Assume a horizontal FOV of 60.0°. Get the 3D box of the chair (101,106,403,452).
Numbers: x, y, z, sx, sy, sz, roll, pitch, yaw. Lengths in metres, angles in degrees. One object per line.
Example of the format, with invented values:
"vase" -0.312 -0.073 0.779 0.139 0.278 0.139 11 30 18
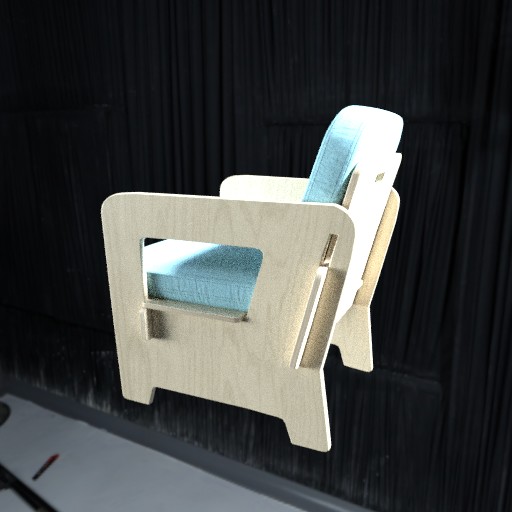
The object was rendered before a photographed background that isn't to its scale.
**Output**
"chair" 0.000 0.000 1.283 0.710 0.800 0.590 8 17 27
